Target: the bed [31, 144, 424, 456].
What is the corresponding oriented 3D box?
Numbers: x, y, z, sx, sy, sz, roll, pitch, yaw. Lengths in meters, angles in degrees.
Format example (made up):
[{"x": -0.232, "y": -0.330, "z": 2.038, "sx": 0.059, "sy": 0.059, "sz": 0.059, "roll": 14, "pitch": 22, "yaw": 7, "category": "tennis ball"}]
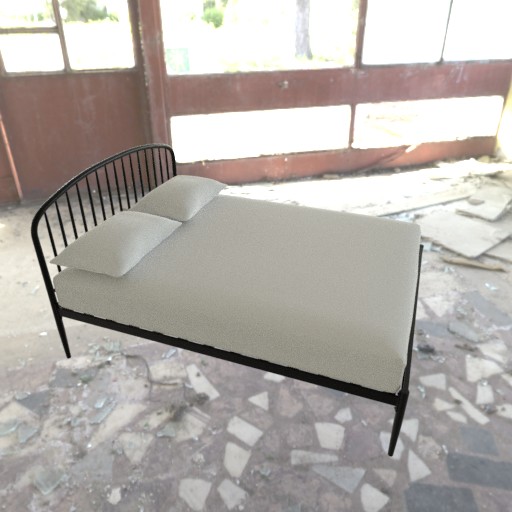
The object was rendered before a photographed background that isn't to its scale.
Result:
[{"x": 0.000, "y": 0.000, "z": 3.031, "sx": 2.159, "sy": 1.166, "sz": 1.618, "roll": 11, "pitch": 31, "yaw": 18, "category": "bed"}]
